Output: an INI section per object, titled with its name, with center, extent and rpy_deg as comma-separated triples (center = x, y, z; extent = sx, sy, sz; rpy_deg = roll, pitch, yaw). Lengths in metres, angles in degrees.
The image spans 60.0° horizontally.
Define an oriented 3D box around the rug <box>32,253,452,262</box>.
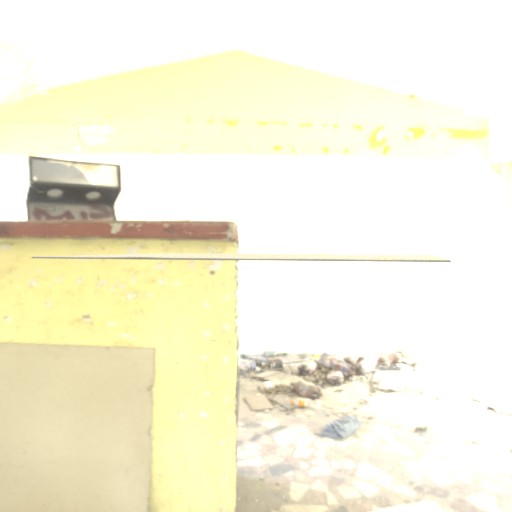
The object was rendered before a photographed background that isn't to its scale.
[rug]
center = 0.000, 0.000, 2.380
extent = 1.835, 0.012, 1.231
rpy_deg = 0, 1, 19
